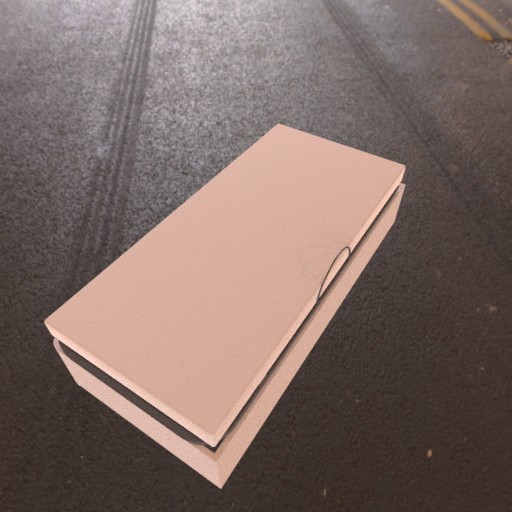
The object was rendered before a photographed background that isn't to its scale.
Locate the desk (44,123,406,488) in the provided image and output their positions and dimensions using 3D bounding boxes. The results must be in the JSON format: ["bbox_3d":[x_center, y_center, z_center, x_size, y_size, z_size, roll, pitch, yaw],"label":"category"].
[{"bbox_3d":[0.000,0.000,2.304,0.900,0.526,1.900,25,52,22],"label":"desk"}]
